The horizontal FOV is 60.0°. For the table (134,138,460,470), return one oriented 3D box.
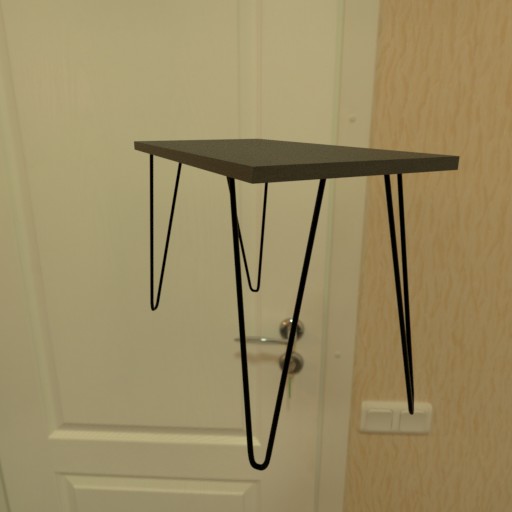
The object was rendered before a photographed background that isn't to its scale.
[{"bbox_3d":[0.000,0.000,1.378,0.499,0.660,0.991,-8,19,-25],"label":"table"}]
